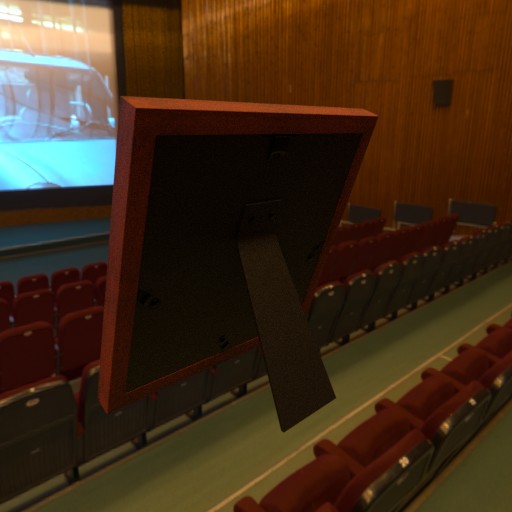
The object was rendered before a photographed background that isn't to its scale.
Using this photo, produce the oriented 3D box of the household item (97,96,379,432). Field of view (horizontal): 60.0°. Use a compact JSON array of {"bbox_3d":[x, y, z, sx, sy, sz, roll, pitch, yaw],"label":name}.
[{"bbox_3d":[0.000,0.000,0.371,0.240,0.240,0.131,-15,22,-41],"label":"household item"}]
